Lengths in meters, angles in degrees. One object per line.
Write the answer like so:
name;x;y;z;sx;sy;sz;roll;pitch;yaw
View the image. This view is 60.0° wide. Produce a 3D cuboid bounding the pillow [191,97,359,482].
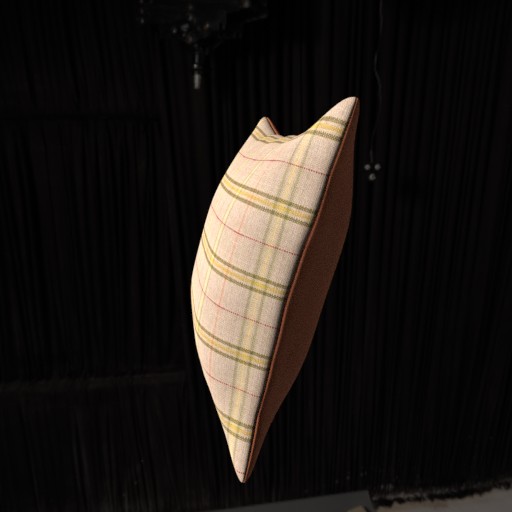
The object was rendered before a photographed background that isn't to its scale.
pillow;0.000;0.000;0.683;0.200;0.430;0.453;-3;15;-10
